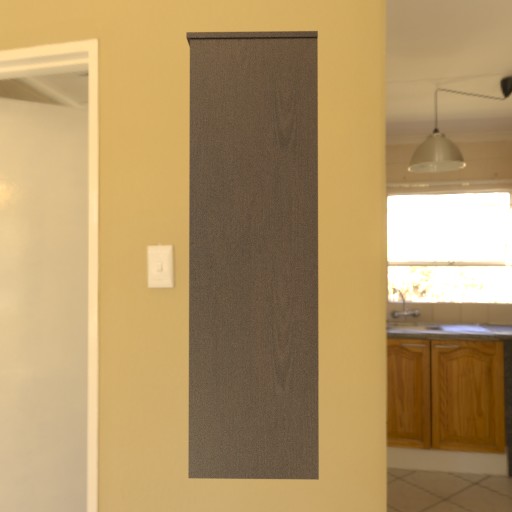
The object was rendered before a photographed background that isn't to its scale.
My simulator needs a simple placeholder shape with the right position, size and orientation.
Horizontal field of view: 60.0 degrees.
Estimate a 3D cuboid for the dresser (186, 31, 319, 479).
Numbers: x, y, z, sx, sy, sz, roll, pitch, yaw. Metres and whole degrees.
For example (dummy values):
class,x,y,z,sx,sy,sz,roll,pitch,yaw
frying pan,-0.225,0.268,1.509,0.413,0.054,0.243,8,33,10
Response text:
class,x,y,z,sx,sy,sz,roll,pitch,yaw
dresser,0.000,0.000,1.590,0.418,1.254,0.704,0,-1,1
